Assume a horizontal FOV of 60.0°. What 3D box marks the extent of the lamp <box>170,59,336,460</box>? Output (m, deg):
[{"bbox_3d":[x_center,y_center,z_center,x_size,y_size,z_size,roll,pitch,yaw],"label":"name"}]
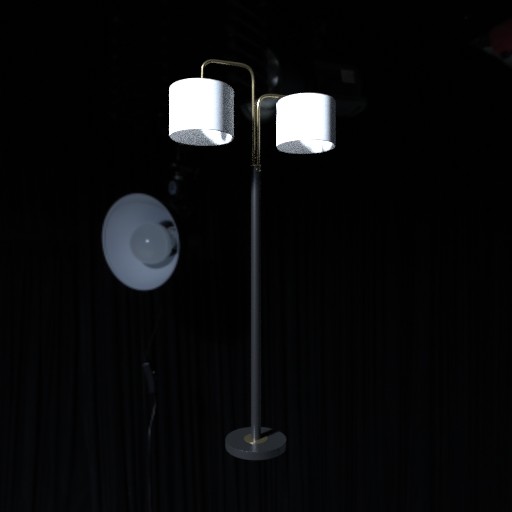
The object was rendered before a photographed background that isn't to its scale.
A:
[{"bbox_3d":[0.000,0.000,1.848,0.711,1.587,0.254,0,0,-19],"label":"lamp"}]
